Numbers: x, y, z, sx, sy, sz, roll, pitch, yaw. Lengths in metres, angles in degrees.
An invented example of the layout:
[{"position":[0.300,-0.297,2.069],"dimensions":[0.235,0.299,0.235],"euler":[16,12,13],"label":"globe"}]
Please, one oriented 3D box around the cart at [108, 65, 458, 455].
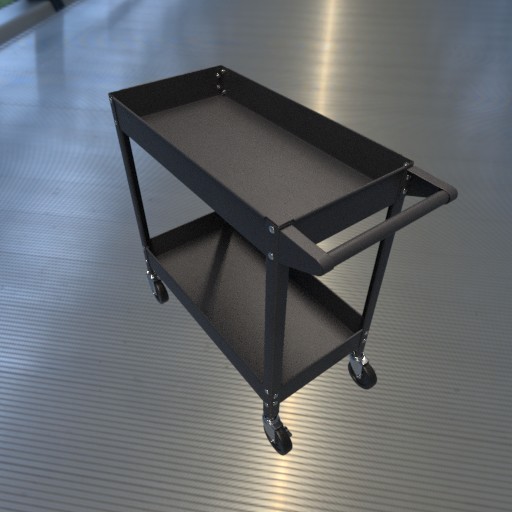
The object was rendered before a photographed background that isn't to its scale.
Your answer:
[{"position":[0.000,0.000,1.179],"dimensions":[0.366,0.719,0.779],"euler":[-27,48,-27],"label":"cart"}]
